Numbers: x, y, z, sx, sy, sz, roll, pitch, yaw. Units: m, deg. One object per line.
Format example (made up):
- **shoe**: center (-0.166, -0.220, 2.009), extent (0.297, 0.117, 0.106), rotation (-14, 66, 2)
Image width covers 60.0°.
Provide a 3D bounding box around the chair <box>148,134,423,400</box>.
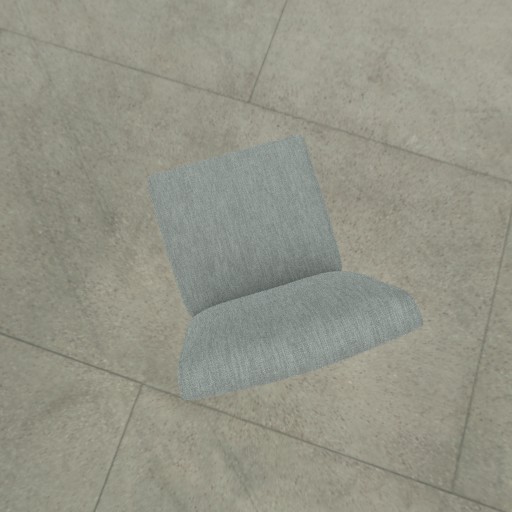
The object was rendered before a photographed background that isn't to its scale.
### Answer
- **chair**: center (0.000, 0.000, 1.235), extent (0.487, 0.884, 0.629), rotation (-16, 78, -4)
